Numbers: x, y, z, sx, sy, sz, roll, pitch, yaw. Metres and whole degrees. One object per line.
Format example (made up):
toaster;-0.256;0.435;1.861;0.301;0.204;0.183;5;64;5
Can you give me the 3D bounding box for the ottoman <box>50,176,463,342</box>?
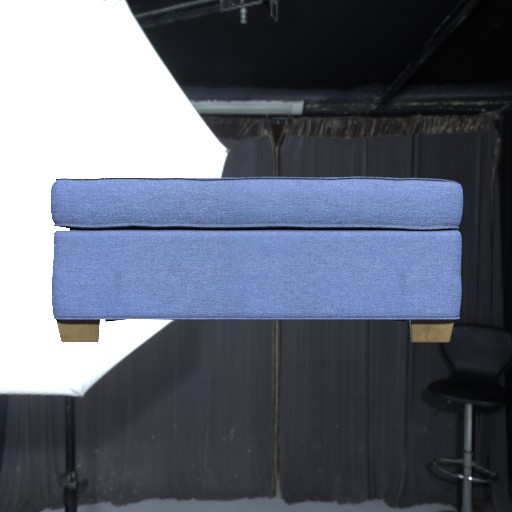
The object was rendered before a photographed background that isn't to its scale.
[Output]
ottoman;0.000;0.000;1.402;1.110;0.460;0.515;0;0;0
